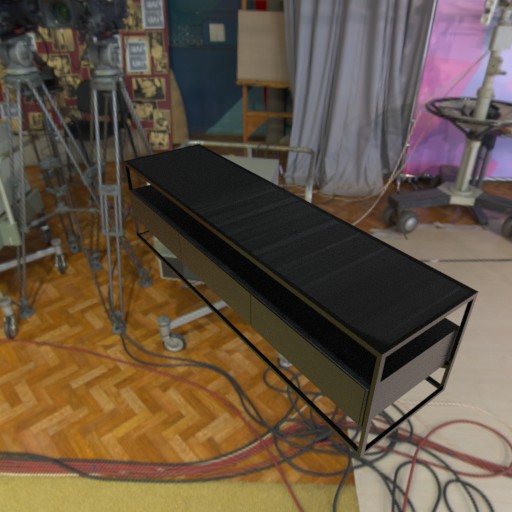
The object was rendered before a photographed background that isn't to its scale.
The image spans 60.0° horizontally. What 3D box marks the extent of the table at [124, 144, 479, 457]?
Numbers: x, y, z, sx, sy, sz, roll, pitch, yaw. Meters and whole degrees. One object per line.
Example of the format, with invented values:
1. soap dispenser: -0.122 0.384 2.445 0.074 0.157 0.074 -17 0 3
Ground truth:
1. table: 0.000 0.000 1.707 0.399 0.395 1.486 -22 39 -30
